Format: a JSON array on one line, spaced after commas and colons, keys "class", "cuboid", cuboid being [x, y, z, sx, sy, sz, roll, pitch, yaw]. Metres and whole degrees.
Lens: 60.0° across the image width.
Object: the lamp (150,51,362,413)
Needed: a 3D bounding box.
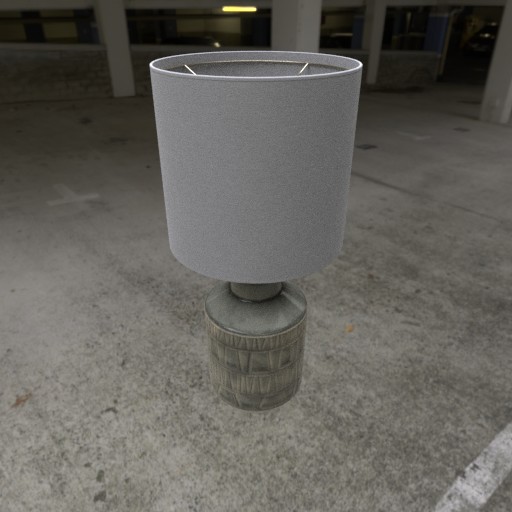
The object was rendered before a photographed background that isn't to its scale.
[{"class": "lamp", "cuboid": [0.000, 0.000, 0.562, 0.211, 0.455, 0.211, -22, 37, -33]}]
